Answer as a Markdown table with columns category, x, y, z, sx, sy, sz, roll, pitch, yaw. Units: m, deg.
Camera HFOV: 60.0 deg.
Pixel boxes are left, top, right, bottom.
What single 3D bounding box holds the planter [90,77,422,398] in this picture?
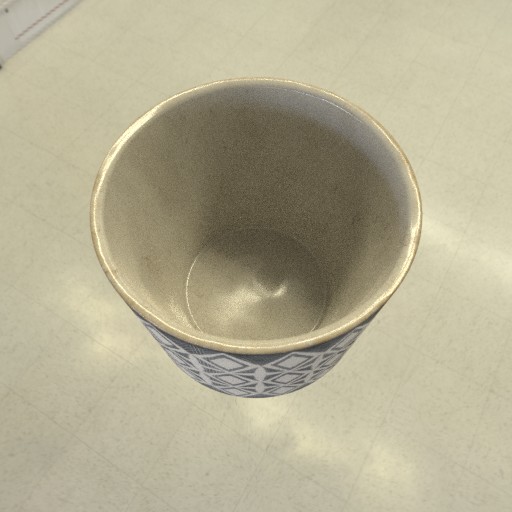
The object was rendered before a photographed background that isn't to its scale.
| category | x | y | z | sx | sy | sz | roll | pitch | yaw |
| --- | --- | --- | --- | --- | --- | --- | --- | --- | --- |
| planter | 0.000 | 0.000 | 0.332 | 0.192 | 0.165 | 0.192 | 0 | 63 | 0 |
